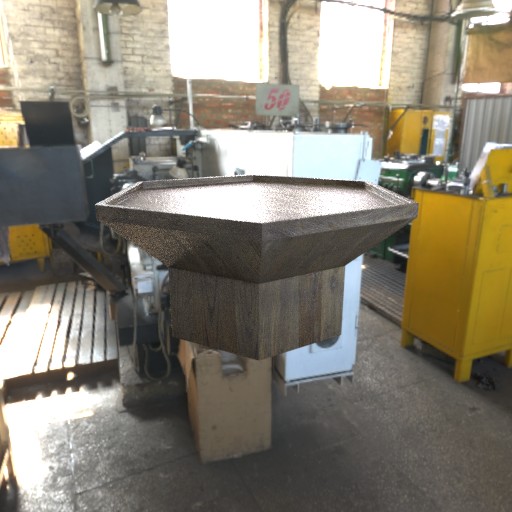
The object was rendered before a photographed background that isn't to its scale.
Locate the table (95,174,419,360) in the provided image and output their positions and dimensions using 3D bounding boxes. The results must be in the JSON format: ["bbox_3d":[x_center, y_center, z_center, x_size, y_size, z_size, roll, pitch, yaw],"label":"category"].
[{"bbox_3d":[0.000,0.000,1.657,1.115,0.488,0.966,9,18,27],"label":"table"}]
